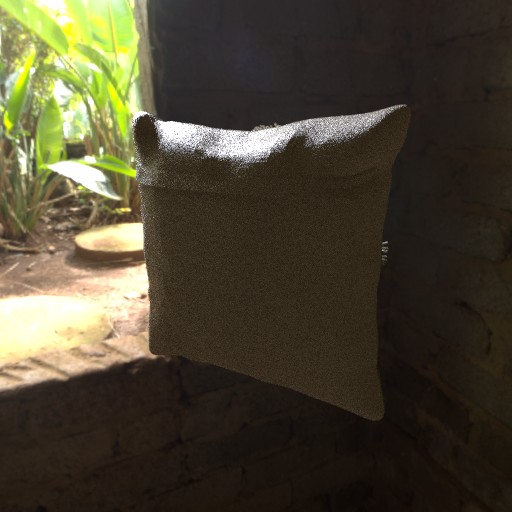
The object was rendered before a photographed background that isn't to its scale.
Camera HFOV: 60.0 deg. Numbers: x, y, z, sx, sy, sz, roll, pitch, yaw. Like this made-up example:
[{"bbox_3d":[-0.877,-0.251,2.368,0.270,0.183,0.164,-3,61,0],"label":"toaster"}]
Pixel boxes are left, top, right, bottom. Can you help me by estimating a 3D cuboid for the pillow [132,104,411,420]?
[{"bbox_3d":[0.000,0.000,0.772,0.484,0.490,0.234,9,19,27],"label":"pillow"}]
